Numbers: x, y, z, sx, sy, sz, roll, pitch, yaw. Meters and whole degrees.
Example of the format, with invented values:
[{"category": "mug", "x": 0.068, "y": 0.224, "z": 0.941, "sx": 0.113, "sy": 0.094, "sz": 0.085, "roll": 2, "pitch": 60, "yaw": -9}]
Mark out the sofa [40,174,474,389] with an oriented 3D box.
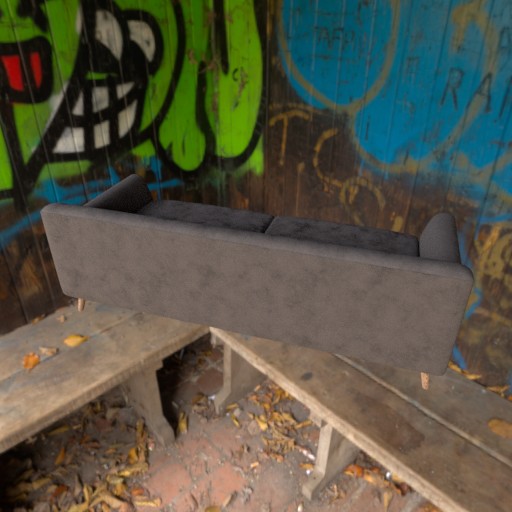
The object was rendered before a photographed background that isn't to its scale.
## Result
[{"category": "sofa", "x": 0.000, "y": 0.000, "z": 2.648, "sx": 2.190, "sy": 0.740, "sz": 0.900, "roll": 9, "pitch": 32, "yaw": 15}]
